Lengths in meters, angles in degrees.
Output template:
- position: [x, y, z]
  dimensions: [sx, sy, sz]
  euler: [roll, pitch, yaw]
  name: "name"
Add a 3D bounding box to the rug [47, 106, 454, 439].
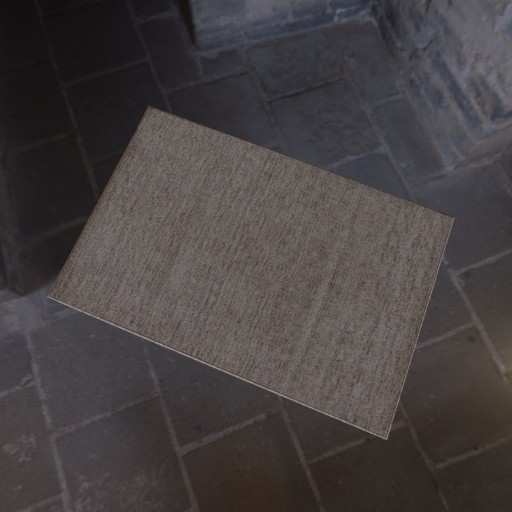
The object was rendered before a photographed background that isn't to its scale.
- position: [0.000, 0.000, 2.334]
  dimensions: [1.822, 0.018, 1.211]
  euler: [21, 76, 6]
  name: "rug"
